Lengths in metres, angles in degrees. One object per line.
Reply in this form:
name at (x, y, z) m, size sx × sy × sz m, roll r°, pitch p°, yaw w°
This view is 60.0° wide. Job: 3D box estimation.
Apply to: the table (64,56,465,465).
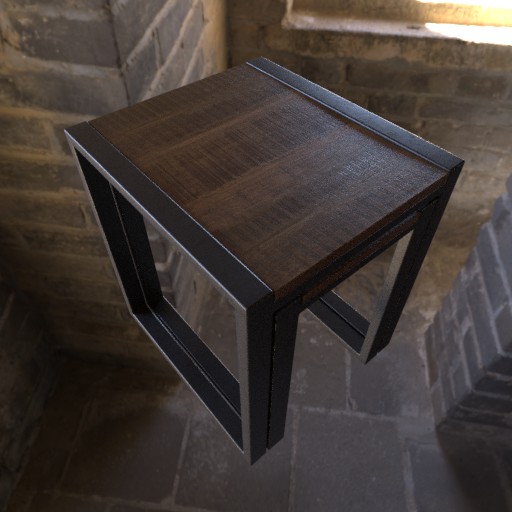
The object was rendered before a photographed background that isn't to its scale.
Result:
table at (0.000, 0.000, 0.935) m, size 0.449 × 0.550 × 0.500 m, roll -32°, pitch 55°, yaw -26°
